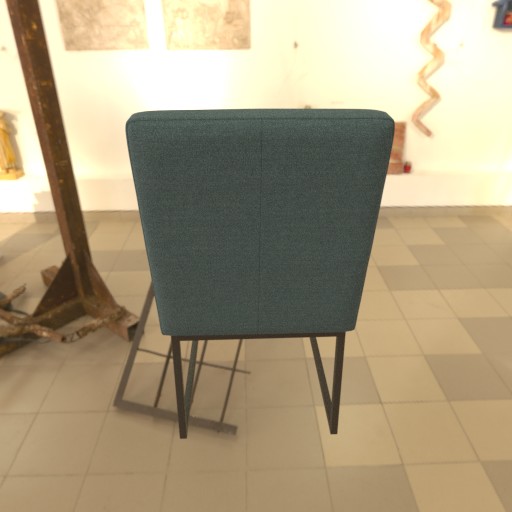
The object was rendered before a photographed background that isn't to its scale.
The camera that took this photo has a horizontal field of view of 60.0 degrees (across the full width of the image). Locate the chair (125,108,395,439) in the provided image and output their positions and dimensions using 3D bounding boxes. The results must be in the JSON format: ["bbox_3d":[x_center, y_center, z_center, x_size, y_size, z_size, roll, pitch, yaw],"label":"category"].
[{"bbox_3d":[0.000,0.000,1.300,0.520,0.930,0.634,-1,29,-2],"label":"chair"}]
